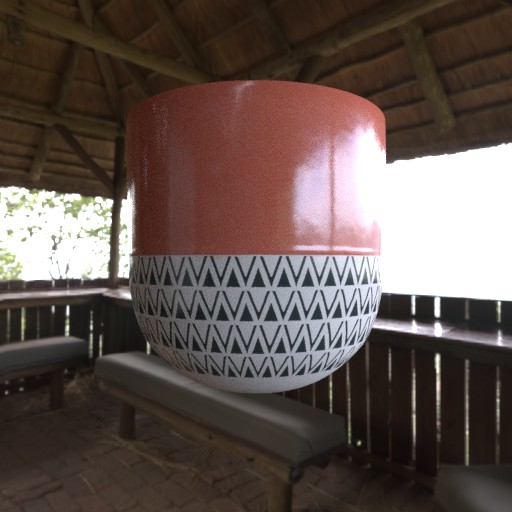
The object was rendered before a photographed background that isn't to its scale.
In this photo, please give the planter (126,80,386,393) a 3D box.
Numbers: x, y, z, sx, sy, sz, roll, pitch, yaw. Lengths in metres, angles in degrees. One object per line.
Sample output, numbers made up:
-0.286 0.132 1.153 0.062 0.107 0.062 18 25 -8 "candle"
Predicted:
0.000 0.000 0.473 0.266 0.270 0.266 0 -1 0 "planter"
